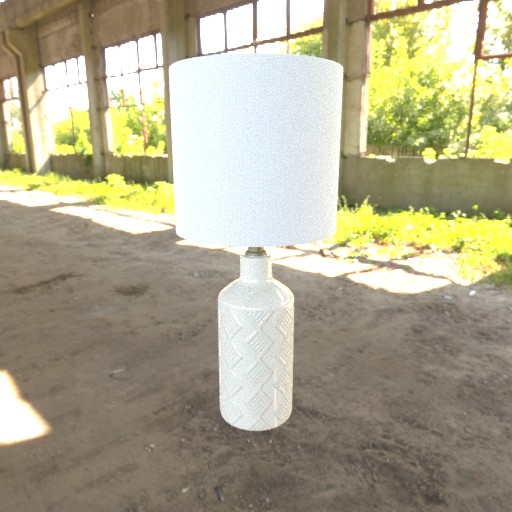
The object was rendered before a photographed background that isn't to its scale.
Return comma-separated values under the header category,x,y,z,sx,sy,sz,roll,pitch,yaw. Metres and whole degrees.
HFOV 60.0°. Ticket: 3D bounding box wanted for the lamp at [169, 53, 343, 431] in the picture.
category,x,y,z,sx,sy,sz,roll,pitch,yaw
lamp,0.000,0.000,0.589,0.207,0.461,0.207,2,14,10
